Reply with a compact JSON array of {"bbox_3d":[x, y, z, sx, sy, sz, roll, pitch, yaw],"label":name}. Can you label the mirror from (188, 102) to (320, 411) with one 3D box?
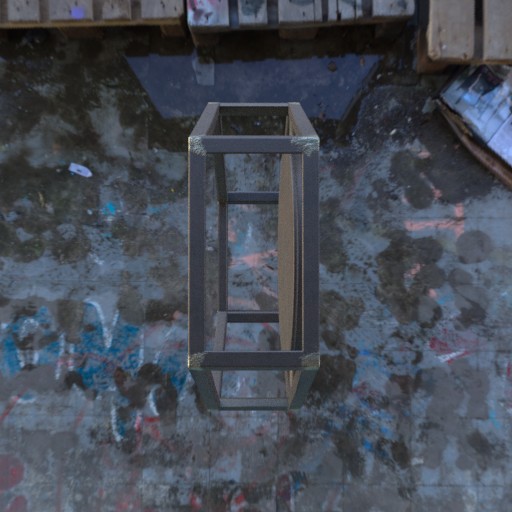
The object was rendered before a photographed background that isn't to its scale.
[{"bbox_3d":[0.000,0.000,0.546,0.119,0.334,0.380,0,89,0],"label":"mirror"}]
